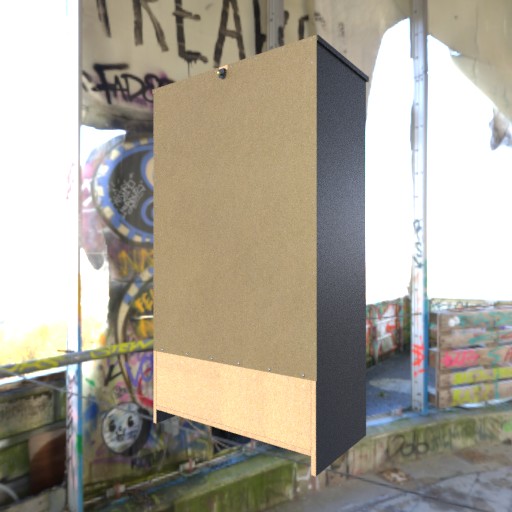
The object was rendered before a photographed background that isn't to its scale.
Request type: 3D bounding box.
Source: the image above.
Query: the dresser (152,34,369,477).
[{"bbox_3d":[0.000,0.000,1.608,0.704,1.254,0.418,0,0,36],"label":"dresser"}]
